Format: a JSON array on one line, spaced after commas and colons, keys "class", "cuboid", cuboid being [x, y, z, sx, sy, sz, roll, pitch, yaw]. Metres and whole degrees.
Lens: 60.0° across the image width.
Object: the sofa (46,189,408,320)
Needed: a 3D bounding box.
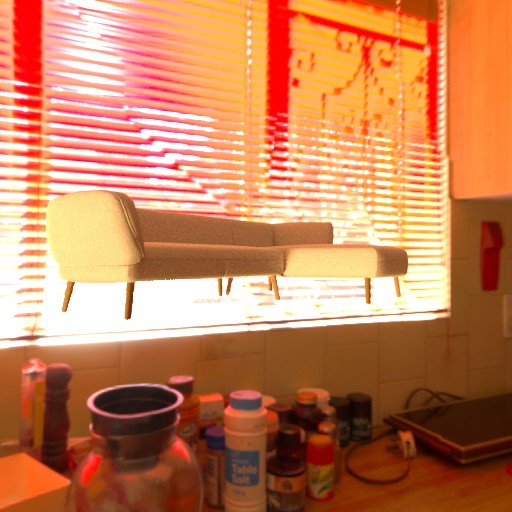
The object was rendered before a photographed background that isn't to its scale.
[{"class": "sofa", "cuboid": [0.000, 0.000, 3.378, 1.610, 0.730, 2.660, 0, -1, 35]}]
